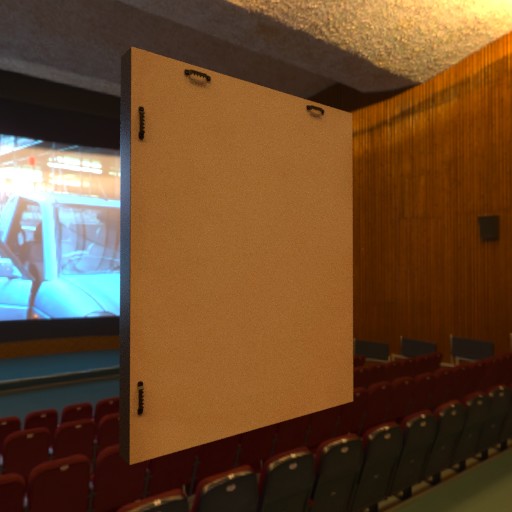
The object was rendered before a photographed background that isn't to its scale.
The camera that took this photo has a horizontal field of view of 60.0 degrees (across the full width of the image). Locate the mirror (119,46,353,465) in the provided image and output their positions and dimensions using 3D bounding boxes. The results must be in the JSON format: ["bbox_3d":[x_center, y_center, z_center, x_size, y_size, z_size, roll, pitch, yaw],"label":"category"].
[{"bbox_3d":[0.000,0.000,0.671,0.405,0.508,0.041,1,-1,-37],"label":"mirror"}]
